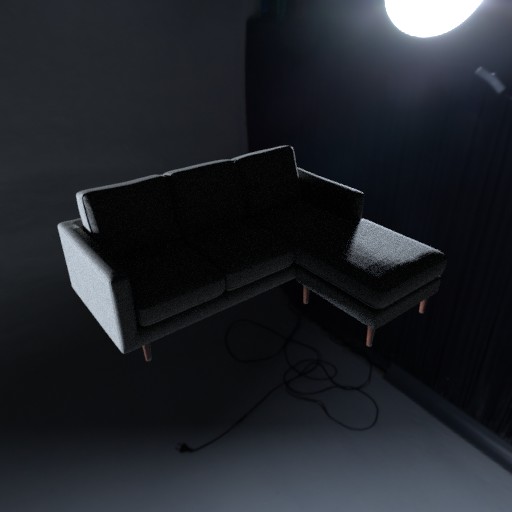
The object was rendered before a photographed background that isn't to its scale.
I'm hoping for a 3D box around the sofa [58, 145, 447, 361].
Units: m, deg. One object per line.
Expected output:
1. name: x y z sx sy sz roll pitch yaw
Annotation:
1. sofa: 0.000 0.000 3.024 2.055 0.957 1.667 -21 36 -32
